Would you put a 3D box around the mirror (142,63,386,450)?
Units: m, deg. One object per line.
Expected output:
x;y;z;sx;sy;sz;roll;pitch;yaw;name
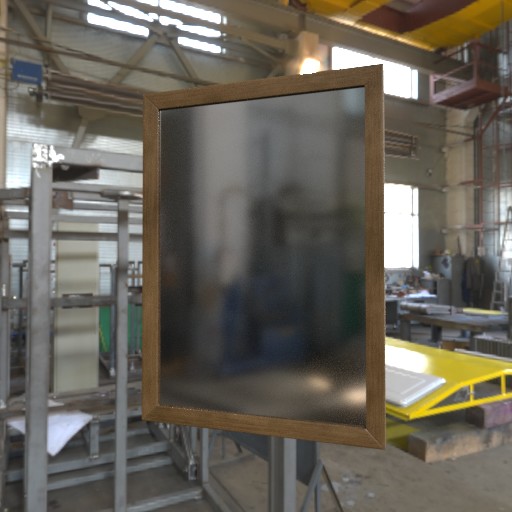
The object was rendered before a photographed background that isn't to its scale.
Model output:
0.000;0.000;0.908;0.507;0.710;0.040;0;-1;17;mirror
